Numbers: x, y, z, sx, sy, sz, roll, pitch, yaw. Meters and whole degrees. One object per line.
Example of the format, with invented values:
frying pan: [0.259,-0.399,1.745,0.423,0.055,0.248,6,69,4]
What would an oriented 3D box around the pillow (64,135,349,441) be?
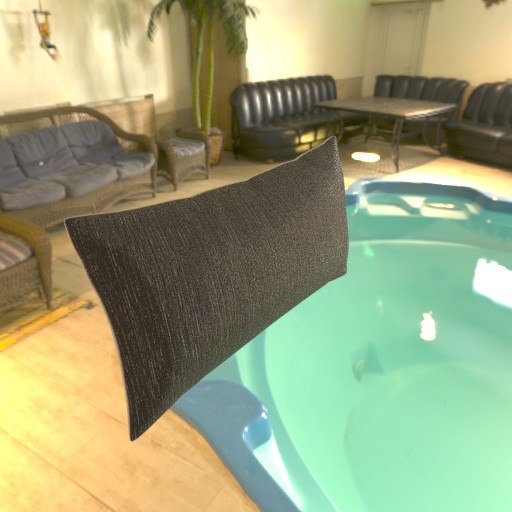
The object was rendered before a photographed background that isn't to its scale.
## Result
pillow: [0.000,0.000,0.751,0.156,0.305,0.608,19,32,34]
